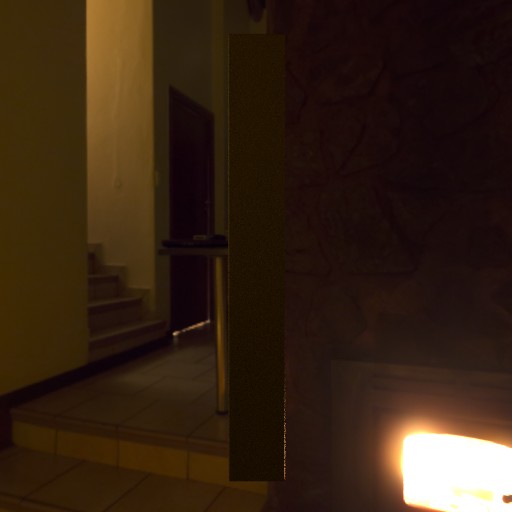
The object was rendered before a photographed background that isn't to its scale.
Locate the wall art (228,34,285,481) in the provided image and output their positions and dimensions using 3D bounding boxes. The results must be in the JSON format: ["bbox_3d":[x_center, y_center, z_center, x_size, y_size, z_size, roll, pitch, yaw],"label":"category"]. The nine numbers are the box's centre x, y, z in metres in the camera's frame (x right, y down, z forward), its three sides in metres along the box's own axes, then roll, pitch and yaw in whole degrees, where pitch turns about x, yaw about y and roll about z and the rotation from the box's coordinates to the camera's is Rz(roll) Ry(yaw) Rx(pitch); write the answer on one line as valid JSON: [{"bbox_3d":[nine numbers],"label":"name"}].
[{"bbox_3d":[0.000,0.000,0.452,0.038,0.304,0.304,0,1,0],"label":"wall art"}]
